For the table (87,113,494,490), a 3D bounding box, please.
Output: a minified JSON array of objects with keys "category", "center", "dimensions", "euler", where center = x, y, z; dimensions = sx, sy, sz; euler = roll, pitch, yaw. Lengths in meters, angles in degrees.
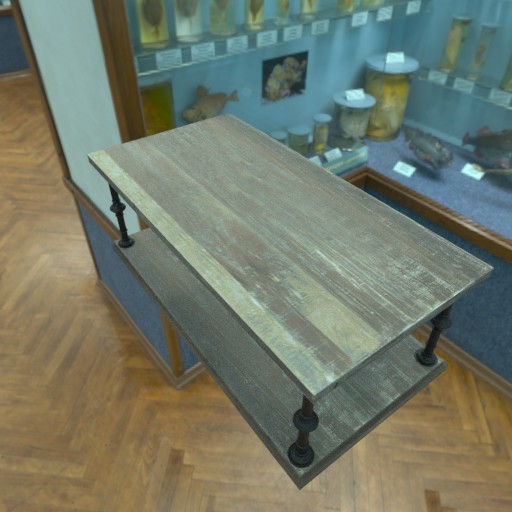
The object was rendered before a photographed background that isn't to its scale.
[{"category":"table","center":[0.000,0.000,1.354],"dimensions":[0.554,0.399,1.088],"euler":[-26,47,-27]}]
